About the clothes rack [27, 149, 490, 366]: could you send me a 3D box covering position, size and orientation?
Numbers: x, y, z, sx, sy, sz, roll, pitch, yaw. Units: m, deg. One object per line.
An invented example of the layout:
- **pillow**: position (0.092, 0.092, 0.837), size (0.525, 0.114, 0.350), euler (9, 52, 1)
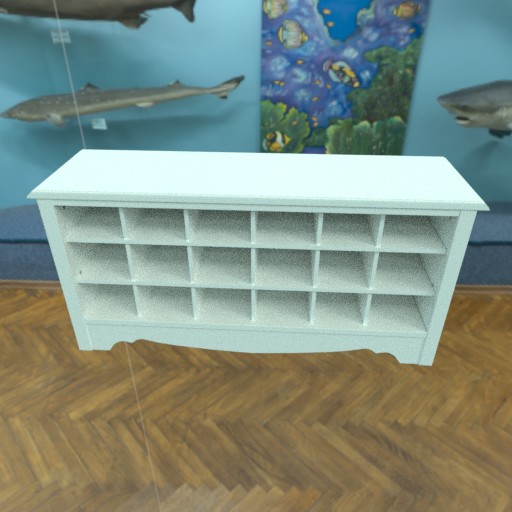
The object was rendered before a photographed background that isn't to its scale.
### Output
- **clothes rack**: position (0.000, 0.000, 1.340), size (1.120, 0.531, 0.324), euler (2, 32, 3)
